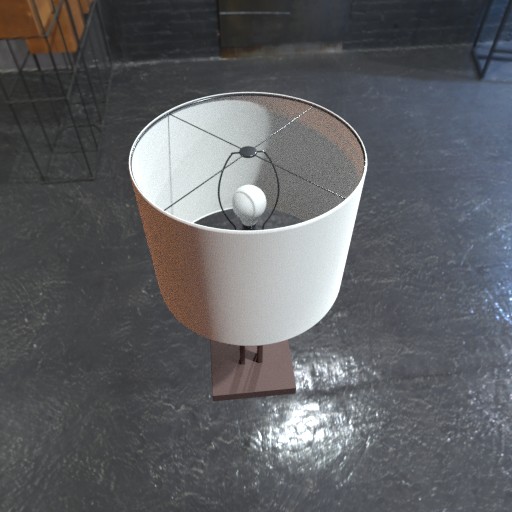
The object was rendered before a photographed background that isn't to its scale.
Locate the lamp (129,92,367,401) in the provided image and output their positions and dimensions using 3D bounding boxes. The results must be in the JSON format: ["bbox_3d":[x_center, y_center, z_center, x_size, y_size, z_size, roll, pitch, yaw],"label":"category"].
[{"bbox_3d":[0.000,0.000,0.974,0.396,0.668,0.525,-4,48,-4],"label":"lamp"}]
